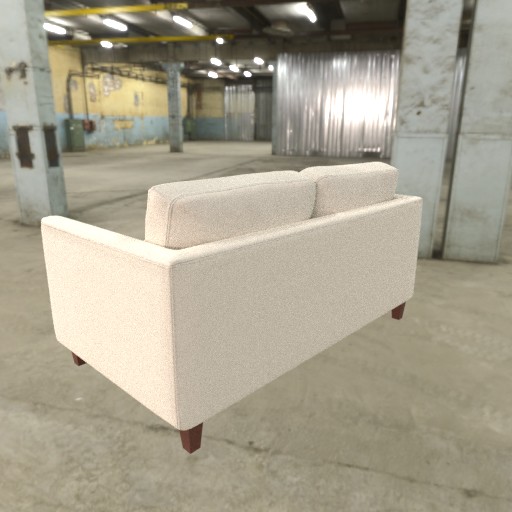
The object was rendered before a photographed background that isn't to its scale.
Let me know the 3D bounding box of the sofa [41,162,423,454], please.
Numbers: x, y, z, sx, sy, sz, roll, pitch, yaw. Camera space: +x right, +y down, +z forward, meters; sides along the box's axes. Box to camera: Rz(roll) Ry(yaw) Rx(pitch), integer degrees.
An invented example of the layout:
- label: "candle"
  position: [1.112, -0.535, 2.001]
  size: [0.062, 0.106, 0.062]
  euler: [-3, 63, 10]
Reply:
- label: "sofa"
  position: [0.000, 0.000, 2.200]
  size: [0.964, 0.888, 1.702]
  euler: [15, 22, 42]
